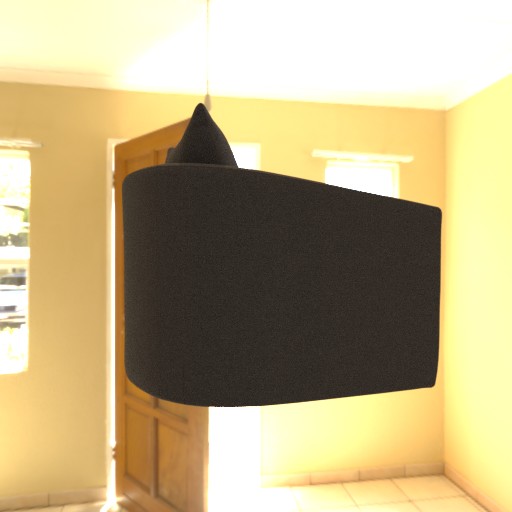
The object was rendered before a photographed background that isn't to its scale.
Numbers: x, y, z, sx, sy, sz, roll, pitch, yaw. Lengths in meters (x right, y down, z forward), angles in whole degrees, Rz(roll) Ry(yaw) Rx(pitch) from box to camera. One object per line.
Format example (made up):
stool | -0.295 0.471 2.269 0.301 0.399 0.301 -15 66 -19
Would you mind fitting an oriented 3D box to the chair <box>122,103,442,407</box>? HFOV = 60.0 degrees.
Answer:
chair | 0.000 0.000 1.570 0.910 0.848 0.845 0 0 -19
